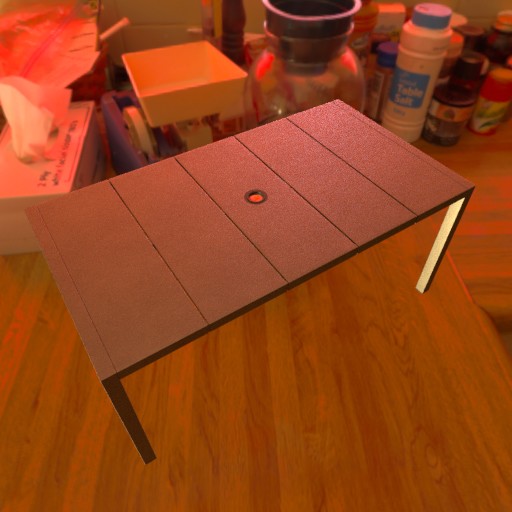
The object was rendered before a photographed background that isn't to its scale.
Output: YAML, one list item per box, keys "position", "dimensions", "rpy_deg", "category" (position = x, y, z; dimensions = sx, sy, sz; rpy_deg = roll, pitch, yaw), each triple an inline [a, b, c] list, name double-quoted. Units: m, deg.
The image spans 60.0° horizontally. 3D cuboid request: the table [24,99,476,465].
- position: [0.000, 0.000, 2.132]
  dimensions: [1.680, 0.735, 0.914]
  rpy_deg: [-25, 52, -22]
  category: "table"
